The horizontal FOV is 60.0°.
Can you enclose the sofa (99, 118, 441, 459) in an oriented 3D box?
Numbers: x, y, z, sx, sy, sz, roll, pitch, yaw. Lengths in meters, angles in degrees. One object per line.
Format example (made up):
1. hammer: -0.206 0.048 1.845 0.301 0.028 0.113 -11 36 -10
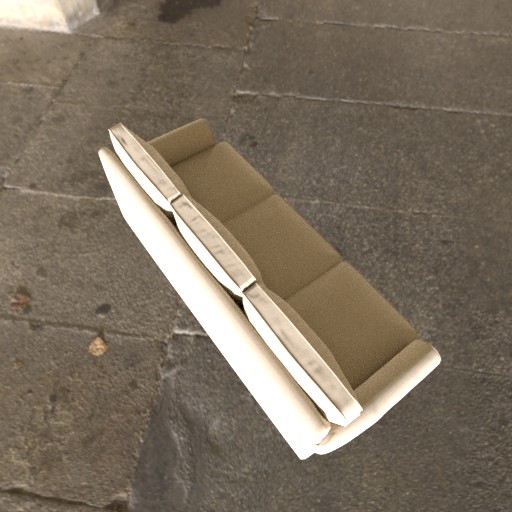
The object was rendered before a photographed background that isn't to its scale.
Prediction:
1. sofa: 0.000 0.000 2.811 0.966 0.948 2.354 -32 63 -19
